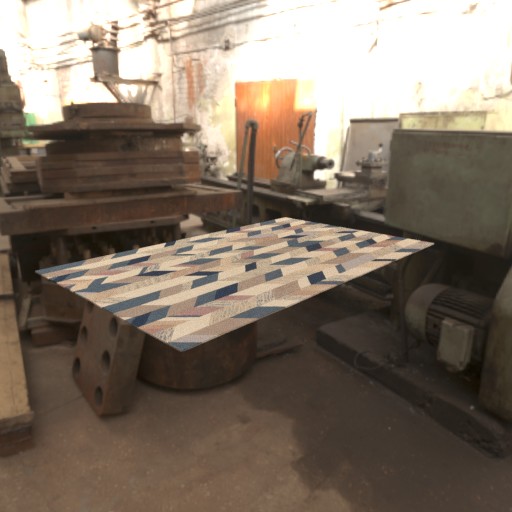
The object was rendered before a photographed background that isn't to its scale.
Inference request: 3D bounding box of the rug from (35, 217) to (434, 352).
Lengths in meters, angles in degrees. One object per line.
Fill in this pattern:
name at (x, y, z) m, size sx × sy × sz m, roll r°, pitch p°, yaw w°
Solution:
rug at (0.000, 0.000, 3.102) m, size 1.513 × 0.008 × 2.423 m, roll 15°, pitch 22°, yaw 42°
